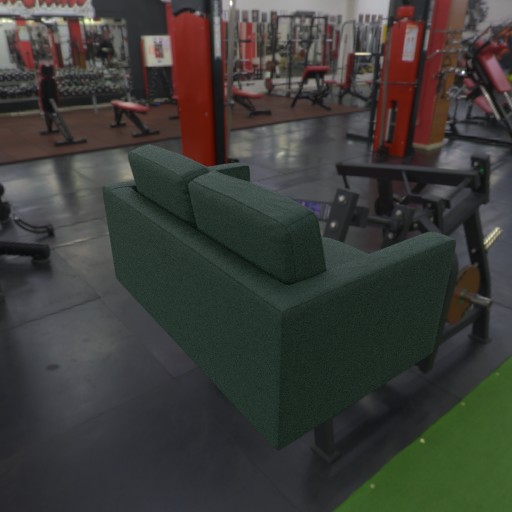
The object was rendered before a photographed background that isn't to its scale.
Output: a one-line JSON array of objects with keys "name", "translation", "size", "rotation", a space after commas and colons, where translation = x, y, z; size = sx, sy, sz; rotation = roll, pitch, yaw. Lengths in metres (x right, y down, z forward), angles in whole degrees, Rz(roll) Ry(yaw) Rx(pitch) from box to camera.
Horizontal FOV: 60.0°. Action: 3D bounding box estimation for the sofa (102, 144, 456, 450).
[{"name": "sofa", "translation": [0.000, 0.000, 2.039], "size": [0.879, 0.899, 1.430], "rotation": [-18, 31, -32]}]
